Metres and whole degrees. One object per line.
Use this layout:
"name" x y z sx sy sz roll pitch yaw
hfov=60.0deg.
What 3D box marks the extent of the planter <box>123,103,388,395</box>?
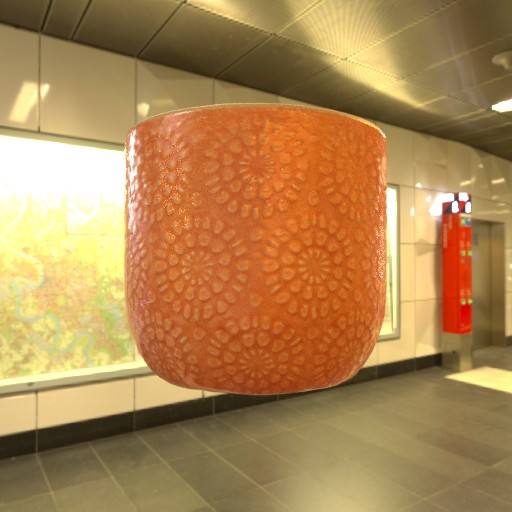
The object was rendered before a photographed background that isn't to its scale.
"planter" 0.000 0.000 0.291 0.170 0.152 0.170 0 -1 0
